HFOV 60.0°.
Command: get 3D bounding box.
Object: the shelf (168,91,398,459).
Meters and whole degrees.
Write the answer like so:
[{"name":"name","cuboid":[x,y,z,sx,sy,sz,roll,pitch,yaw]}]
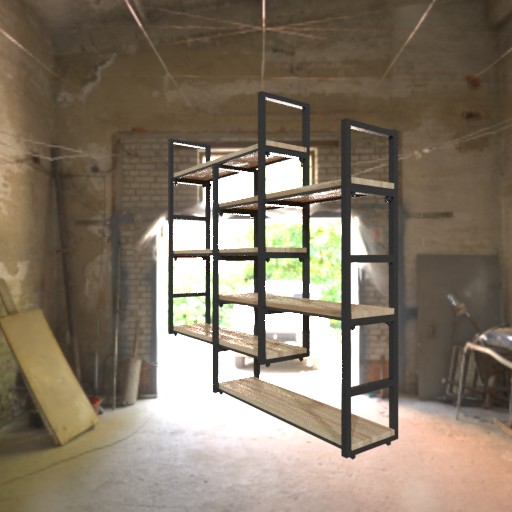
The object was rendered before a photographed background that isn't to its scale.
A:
[{"name":"shelf","cuboid":[0.000,0.000,1.415,0.183,0.921,0.946,0,0,-35]}]
